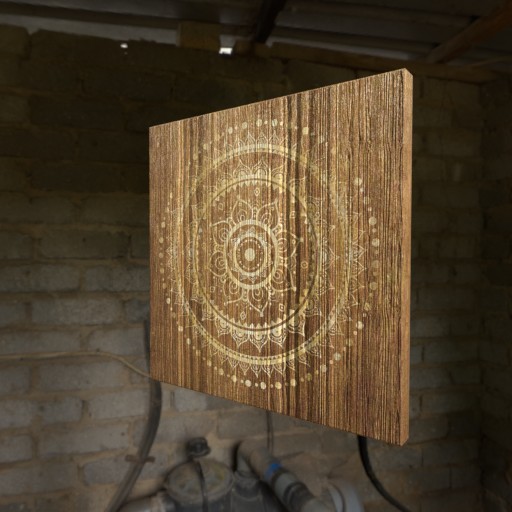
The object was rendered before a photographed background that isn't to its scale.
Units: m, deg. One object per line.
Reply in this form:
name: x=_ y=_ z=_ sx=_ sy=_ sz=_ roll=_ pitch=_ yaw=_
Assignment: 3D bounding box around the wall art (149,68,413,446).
wall art: x=0.000 y=0.000 z=0.899 sx=0.611 sy=0.608 sz=0.042 roll=1 pitch=1 yaw=36
